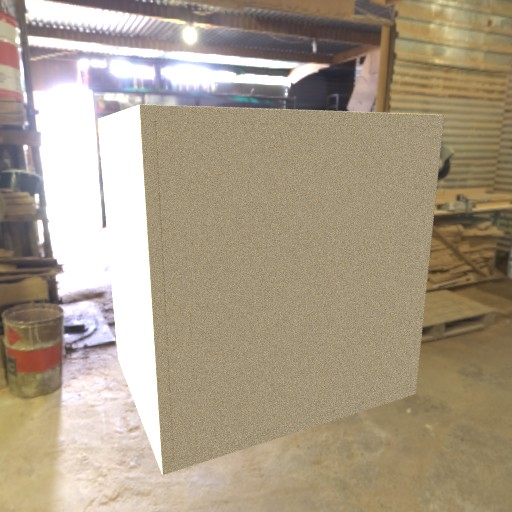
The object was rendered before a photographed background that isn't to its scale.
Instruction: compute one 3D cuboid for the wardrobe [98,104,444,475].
[{"bbox_3d":[0.000,0.000,0.868,0.500,0.520,0.400,-7,16,-25],"label":"wardrobe"}]
